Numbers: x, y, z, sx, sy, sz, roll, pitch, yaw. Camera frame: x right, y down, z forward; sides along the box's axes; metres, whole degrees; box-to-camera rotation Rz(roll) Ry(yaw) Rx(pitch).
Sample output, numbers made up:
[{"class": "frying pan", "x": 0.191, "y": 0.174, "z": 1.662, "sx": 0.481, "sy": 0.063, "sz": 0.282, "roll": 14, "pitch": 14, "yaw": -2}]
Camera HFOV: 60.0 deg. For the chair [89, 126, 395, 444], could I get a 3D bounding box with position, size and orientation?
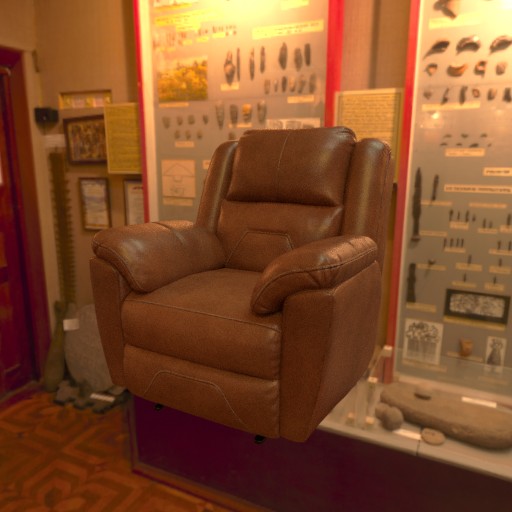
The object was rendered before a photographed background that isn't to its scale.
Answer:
[{"class": "chair", "x": 0.000, "y": 0.000, "z": 1.891, "sx": 0.990, "sy": 1.093, "sz": 1.041, "roll": 7, "pitch": 15, "yaw": 27}]
